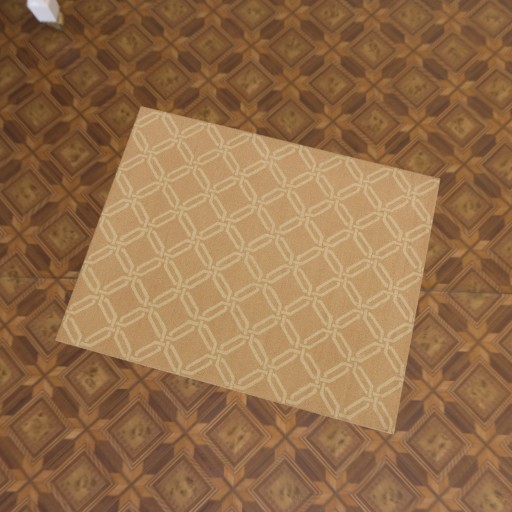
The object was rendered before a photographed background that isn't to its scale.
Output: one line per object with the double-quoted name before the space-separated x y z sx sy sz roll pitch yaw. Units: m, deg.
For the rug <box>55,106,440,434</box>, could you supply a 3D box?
"rug" 0.000 0.000 3.904 2.895 0.018 2.288 15 77 3
